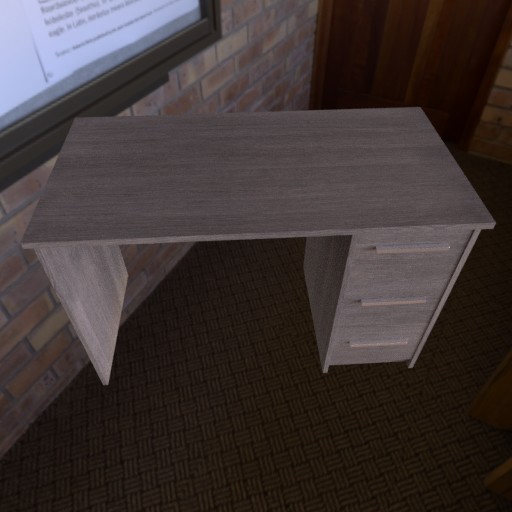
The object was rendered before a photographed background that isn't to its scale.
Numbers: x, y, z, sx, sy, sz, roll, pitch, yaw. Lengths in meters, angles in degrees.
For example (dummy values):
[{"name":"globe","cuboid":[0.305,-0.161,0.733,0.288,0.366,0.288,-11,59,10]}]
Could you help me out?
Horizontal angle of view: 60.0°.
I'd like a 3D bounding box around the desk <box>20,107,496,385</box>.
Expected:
[{"name":"desk","cuboid":[0.000,0.000,1.477,1.097,0.735,0.560,-3,46,-2]}]
